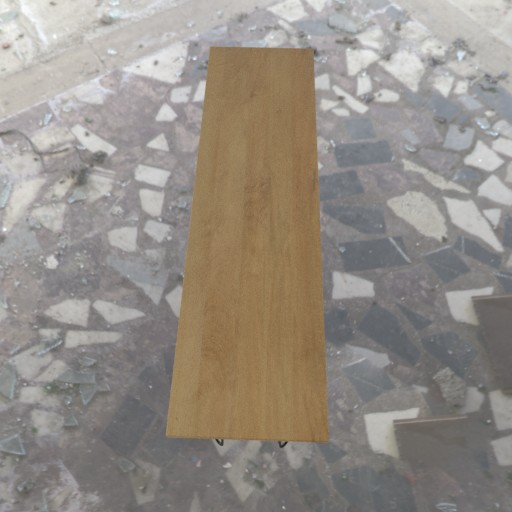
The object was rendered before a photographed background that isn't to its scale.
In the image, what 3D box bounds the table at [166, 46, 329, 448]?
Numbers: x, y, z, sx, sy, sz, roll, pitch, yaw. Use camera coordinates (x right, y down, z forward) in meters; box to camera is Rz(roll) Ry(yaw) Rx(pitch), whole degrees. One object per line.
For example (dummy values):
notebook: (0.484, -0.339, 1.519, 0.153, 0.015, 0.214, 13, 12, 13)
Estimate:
table: (0.000, 0.000, 1.752, 0.399, 0.799, 1.400, 2, 63, 1)
